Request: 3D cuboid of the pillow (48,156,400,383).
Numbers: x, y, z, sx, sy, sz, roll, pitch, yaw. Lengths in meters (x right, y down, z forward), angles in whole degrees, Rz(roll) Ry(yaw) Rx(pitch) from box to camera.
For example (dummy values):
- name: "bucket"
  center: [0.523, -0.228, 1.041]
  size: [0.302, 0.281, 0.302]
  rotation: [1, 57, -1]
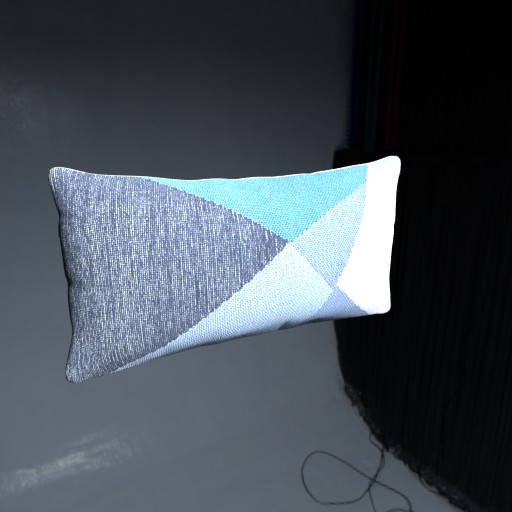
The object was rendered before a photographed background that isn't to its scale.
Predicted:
- name: "pillow"
  center: [0.000, 0.000, 0.723]
  size: [0.604, 0.307, 0.148]
  rotation: [-8, 17, -26]
